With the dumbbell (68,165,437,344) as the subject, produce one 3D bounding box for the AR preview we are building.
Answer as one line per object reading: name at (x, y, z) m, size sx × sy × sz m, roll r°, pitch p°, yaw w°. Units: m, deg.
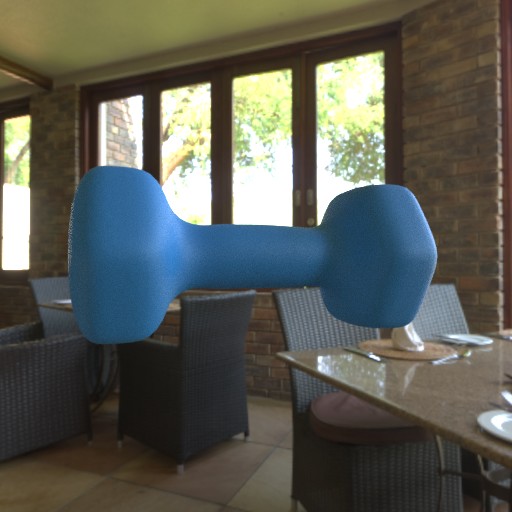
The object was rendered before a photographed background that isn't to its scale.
dumbbell at (0.000, 0.000, 0.195) m, size 0.152 × 0.066 × 0.074 m, roll 0°, pitch -1°, yaw -18°
